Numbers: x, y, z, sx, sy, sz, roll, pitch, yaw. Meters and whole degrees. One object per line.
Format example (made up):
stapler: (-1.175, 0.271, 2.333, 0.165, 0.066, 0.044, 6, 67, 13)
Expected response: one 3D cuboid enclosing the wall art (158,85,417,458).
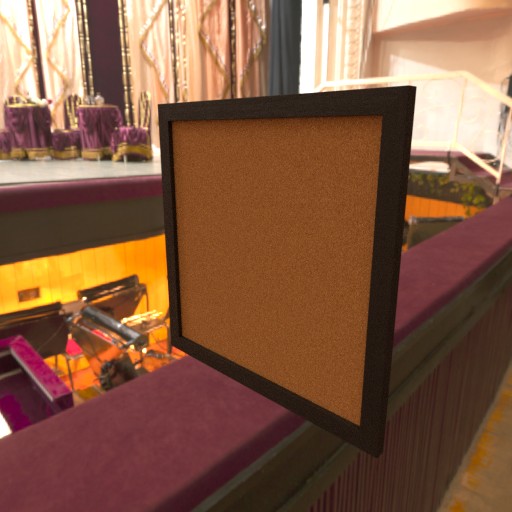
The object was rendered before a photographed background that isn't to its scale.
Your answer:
wall art: (0.000, 0.000, 1.504, 1.016, 1.016, 0.038, 15, 21, 42)
